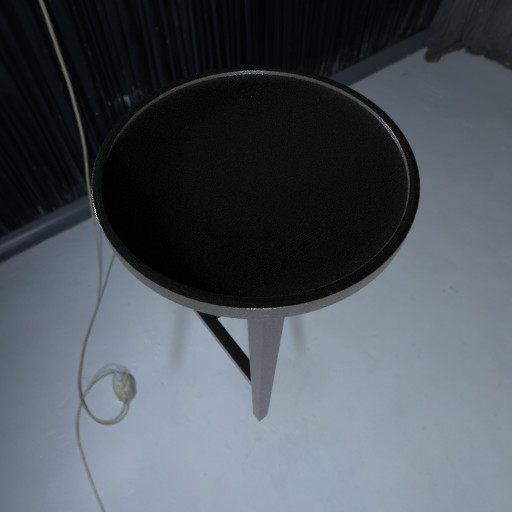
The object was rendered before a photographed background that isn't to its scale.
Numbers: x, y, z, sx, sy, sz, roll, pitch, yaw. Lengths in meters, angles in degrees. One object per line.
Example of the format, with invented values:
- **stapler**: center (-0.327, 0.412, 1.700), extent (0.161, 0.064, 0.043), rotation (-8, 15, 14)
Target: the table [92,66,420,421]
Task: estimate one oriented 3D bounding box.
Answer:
- **table**: center (0.000, 0.000, 0.910), extent (0.500, 0.531, 0.500), rotation (0, 57, 0)
